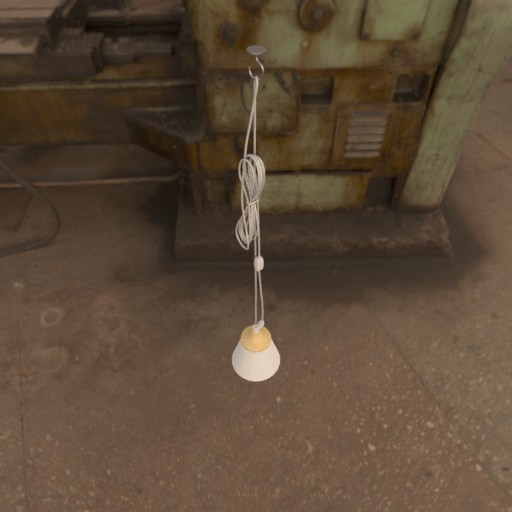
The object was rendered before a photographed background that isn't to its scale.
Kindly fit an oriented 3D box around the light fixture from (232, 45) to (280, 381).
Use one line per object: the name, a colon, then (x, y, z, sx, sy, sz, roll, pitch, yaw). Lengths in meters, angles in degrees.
light fixture: (0.000, 0.000, 1.059, 0.153, 0.966, 0.153, -15, 49, -14)
